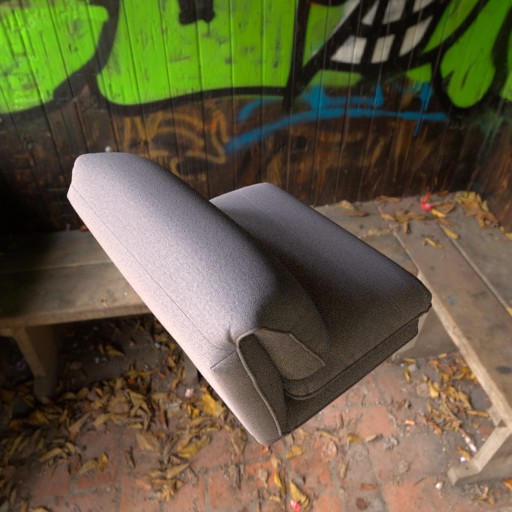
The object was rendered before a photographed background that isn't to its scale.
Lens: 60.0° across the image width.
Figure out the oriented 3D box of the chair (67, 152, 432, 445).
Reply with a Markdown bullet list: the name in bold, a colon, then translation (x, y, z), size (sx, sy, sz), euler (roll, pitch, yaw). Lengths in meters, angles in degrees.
- **chair**: translation (0.000, 0.000, 1.328), size (0.780, 0.580, 0.820), euler (-27, 47, -28)
